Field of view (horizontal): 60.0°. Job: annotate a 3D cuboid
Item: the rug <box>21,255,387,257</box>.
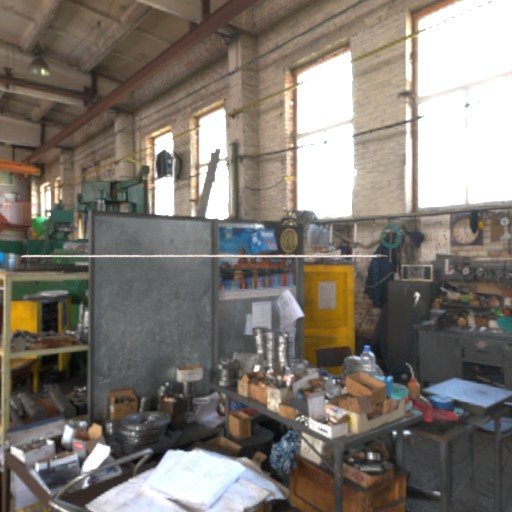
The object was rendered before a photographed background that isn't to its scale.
[{"bbox_3d":[0.000,0.000,4.375,2.449,0.019,3.357,0,0,17],"label":"rug"}]
